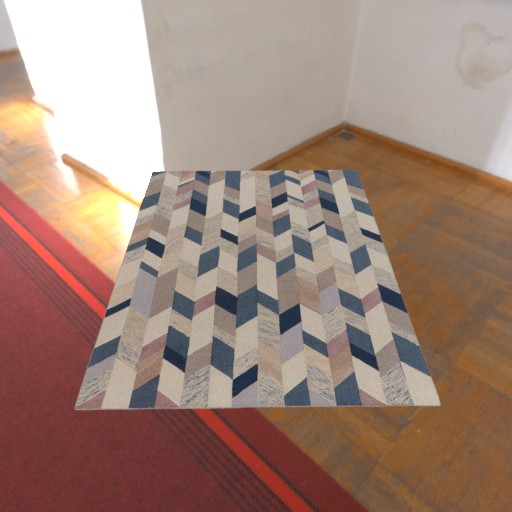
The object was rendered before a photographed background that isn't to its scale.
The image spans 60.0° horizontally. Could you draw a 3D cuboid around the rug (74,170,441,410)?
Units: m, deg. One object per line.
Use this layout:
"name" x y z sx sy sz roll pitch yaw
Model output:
"rug" 0.000 0.000 4.103 2.451 0.011 3.072 0 41 0
